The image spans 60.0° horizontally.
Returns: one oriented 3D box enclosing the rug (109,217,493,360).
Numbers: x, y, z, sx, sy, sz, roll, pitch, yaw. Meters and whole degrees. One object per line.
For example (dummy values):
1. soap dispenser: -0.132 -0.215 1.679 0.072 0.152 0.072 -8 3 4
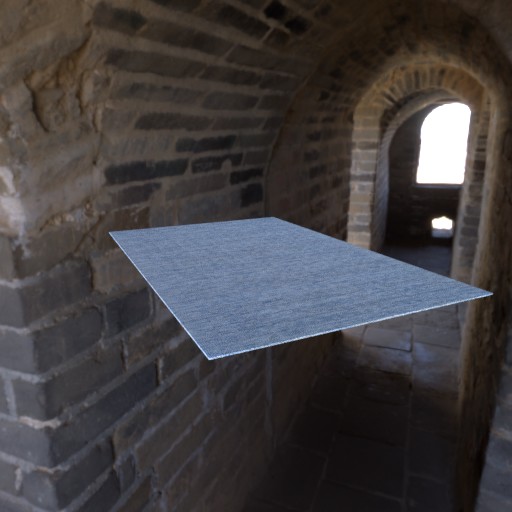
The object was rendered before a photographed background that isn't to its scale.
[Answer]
1. rug: 0.000 0.000 2.196 1.142 0.006 1.752 -7 17 -25
